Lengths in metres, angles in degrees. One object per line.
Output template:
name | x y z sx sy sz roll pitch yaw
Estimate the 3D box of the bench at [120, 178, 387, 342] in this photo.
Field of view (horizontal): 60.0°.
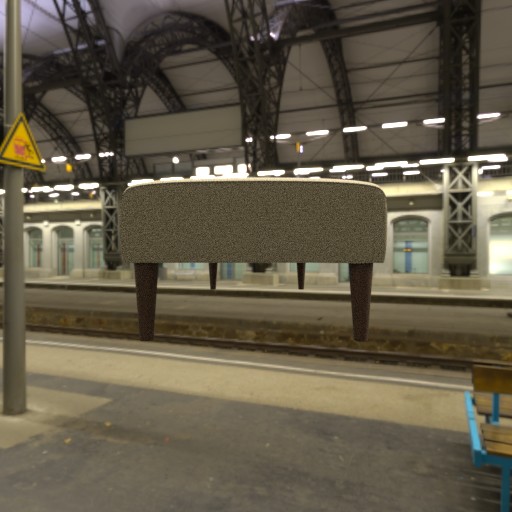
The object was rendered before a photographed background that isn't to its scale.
bench | 0.000 0.000 1.807 0.646 0.393 1.609 0 0 0
